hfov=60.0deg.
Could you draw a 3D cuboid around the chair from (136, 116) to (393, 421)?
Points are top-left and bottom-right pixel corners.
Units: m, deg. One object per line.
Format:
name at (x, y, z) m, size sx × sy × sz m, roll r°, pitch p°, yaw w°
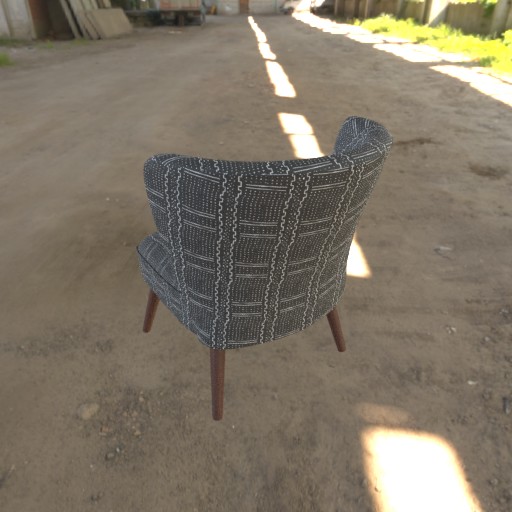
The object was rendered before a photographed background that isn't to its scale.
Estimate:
chair at (0.000, 0.000, 1.444) m, size 0.710 × 0.866 × 0.758 m, roll -20°, pitch 36°, yaw -29°
